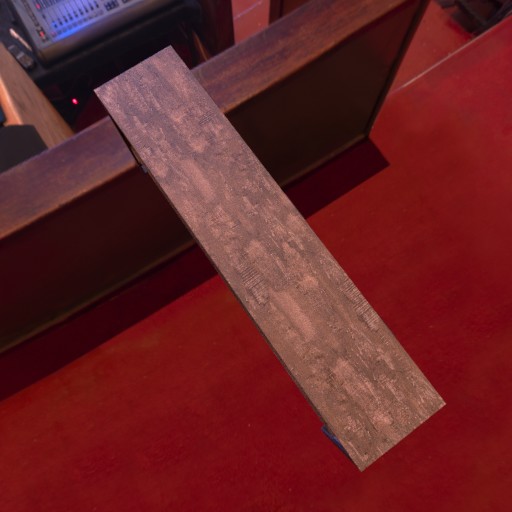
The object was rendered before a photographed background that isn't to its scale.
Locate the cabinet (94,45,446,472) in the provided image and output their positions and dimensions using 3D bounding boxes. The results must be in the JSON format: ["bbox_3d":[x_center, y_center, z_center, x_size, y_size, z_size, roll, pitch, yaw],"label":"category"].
[{"bbox_3d":[0.000,0.000,2.078,0.395,0.762,1.800,-34,79,-8],"label":"cabinet"}]
